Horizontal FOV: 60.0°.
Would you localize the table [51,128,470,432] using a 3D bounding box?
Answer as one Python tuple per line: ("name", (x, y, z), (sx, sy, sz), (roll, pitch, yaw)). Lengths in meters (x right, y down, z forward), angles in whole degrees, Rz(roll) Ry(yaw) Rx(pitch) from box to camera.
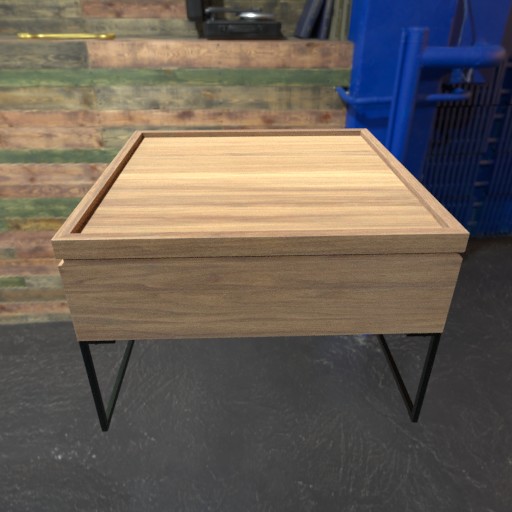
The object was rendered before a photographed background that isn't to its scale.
("table", (0.000, 0.000, 1.122), (0.679, 0.464, 0.676), (-1, 30, -2))
